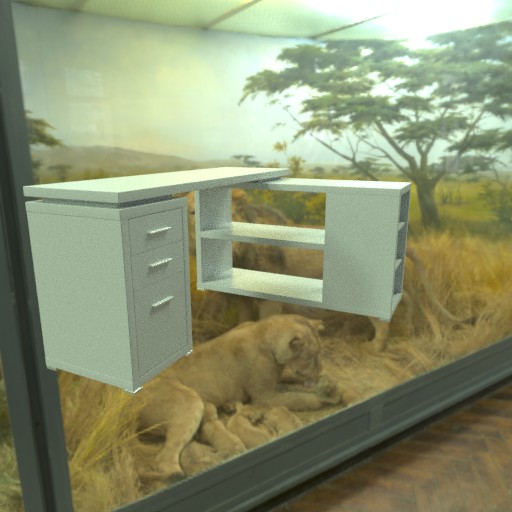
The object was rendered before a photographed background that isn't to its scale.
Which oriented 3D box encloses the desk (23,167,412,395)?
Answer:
[{"bbox_3d":[0.000,0.000,2.160,1.200,0.753,1.524,7,16,25],"label":"desk"}]
